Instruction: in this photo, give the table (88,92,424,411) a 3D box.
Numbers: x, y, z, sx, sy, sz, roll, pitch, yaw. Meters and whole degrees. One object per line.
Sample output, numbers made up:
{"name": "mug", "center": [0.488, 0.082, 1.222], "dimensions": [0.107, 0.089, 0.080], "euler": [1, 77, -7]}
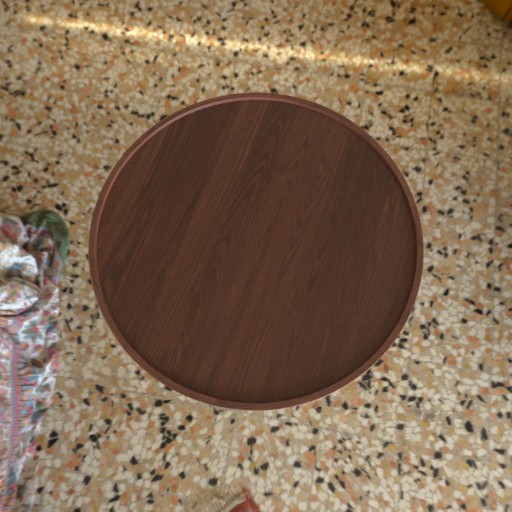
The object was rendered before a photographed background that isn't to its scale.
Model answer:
{"name": "table", "center": [0.000, 0.000, 1.234], "dimensions": [0.800, 0.360, 0.800], "euler": [0, 73, 0]}
